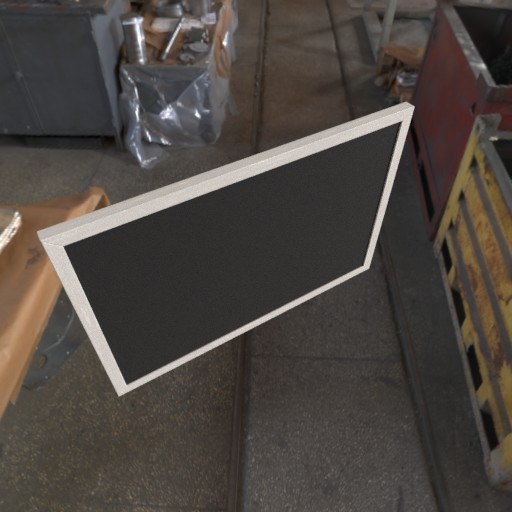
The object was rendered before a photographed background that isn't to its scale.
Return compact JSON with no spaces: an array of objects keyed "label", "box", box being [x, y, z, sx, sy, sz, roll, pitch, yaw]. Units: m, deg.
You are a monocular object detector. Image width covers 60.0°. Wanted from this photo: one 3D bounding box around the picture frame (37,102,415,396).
[{"label":"picture frame","box":[0.000,0.000,1.229,0.950,0.640,0.029,-24,52,-21]}]
